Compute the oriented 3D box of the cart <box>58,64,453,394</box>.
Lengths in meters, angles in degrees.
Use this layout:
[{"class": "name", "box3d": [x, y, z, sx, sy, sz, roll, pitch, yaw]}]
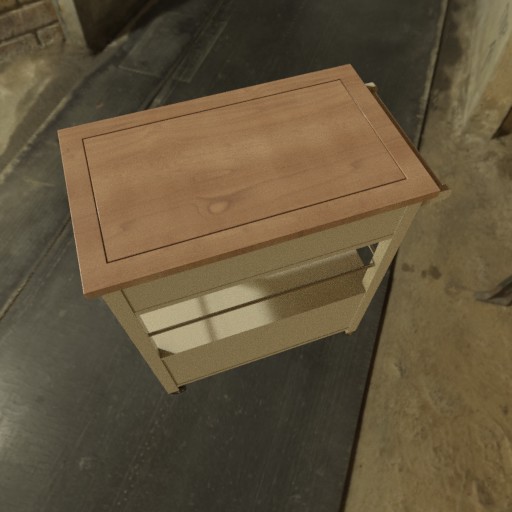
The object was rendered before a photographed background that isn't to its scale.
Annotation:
[{"class": "cart", "box3d": [0.000, 0.000, 1.397, 0.840, 0.901, 0.459, -16, 60, -10]}]
